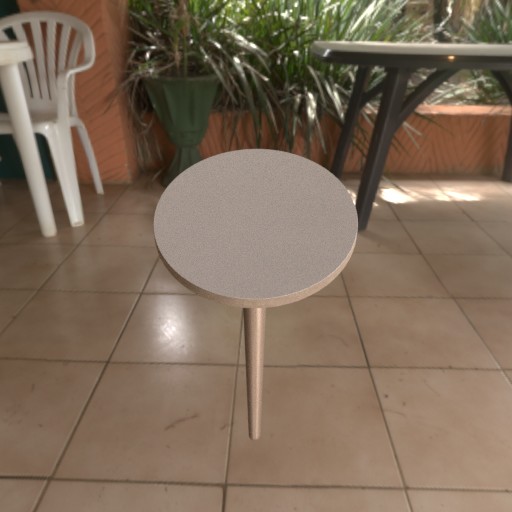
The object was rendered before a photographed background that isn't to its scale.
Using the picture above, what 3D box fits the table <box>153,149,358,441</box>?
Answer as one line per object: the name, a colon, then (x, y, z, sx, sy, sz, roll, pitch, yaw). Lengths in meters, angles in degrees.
table: (0.000, 0.000, 1.358, 0.542, 0.390, 1.083, 0, 27, 0)
